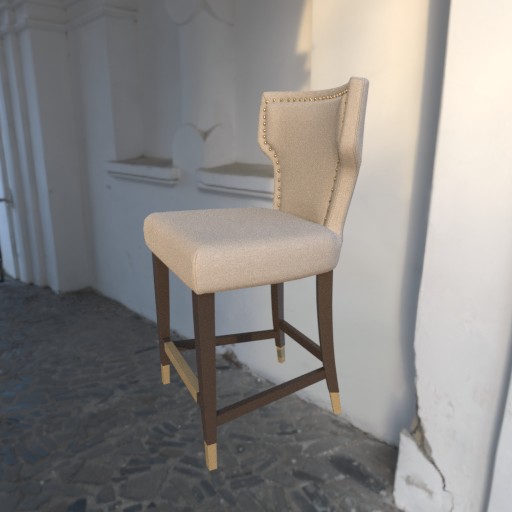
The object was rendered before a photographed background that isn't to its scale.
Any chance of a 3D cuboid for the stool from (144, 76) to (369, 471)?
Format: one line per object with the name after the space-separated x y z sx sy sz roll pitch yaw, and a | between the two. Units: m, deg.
0.000 0.000 1.339 0.563 0.982 0.527 -7 17 -25 | stool
